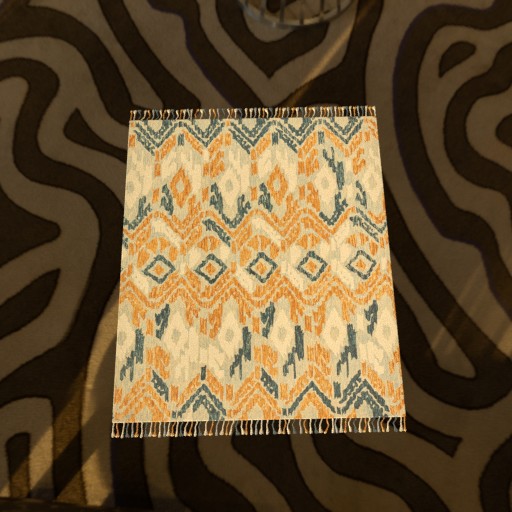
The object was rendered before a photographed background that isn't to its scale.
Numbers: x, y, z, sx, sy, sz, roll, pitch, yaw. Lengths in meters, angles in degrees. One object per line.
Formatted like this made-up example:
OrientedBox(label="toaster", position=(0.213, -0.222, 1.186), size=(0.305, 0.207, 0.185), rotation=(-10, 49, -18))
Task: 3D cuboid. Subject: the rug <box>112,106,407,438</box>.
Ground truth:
OrientedBox(label="rug", position=(0.000, 0.000, 4.033), size=(2.439, 0.010, 3.048), rotation=(-1, 76, 0))
